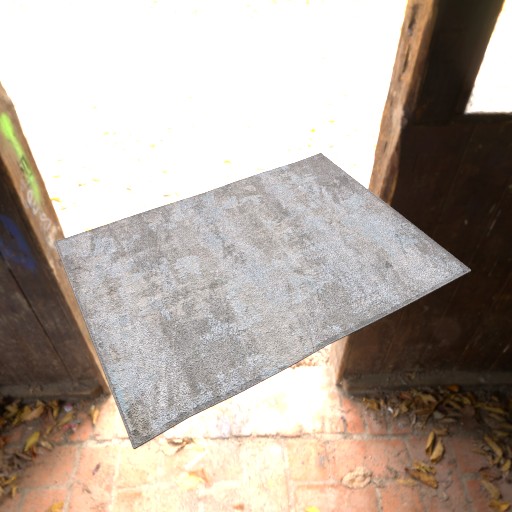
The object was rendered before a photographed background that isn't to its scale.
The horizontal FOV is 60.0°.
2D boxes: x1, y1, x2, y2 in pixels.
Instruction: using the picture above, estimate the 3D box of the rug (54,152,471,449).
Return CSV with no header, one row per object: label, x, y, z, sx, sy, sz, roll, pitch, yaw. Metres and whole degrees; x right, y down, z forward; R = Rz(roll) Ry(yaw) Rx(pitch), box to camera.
rug,0.000,0.000,4.320,3.307,0.013,2.393,-22,49,-21
